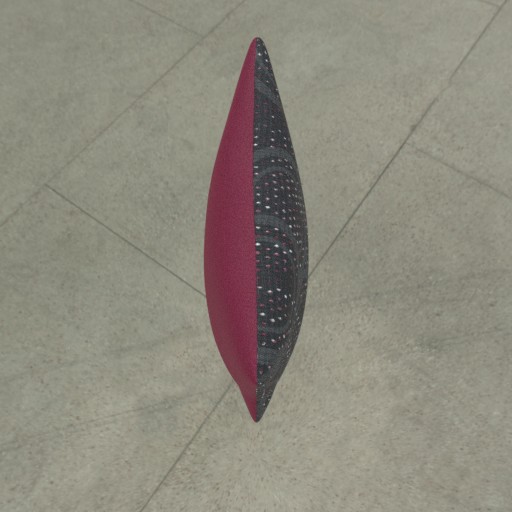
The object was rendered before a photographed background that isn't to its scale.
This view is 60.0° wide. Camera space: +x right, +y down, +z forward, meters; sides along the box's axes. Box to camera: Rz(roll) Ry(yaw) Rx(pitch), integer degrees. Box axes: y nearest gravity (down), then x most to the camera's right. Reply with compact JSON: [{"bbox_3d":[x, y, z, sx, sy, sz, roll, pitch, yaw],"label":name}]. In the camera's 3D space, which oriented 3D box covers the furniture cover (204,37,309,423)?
[{"bbox_3d":[0.000,0.000,0.831,0.193,0.509,0.552,0,65,0],"label":"furniture cover"}]
